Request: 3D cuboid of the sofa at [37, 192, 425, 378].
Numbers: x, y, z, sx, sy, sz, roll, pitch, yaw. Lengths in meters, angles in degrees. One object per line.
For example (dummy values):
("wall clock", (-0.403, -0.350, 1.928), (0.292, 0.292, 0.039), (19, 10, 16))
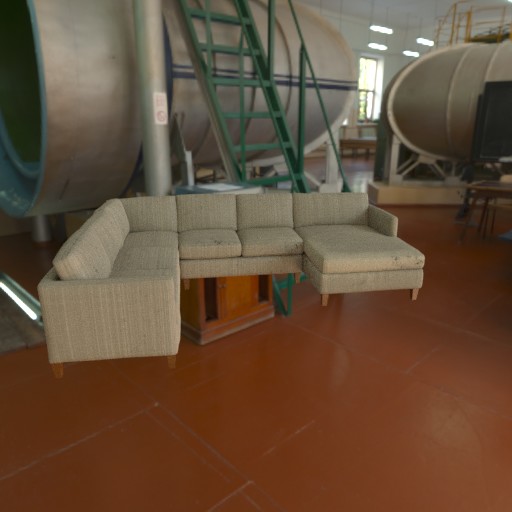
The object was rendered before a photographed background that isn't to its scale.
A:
("sofa", (0.000, 0.000, 4.540), (3.460, 0.961, 2.594), (-3, 18, -9))
